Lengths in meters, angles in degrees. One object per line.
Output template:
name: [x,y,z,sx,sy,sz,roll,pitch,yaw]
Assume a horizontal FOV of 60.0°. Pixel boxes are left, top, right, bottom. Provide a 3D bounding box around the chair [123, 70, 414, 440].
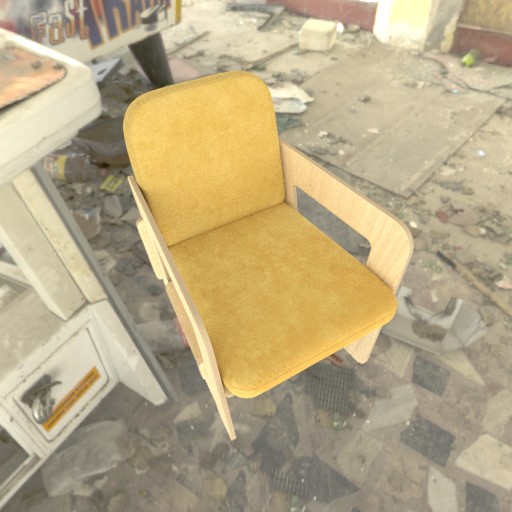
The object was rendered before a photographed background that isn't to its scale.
chair: [0.000,0.000,1.292,0.590,0.800,0.710,-23,50,-21]
